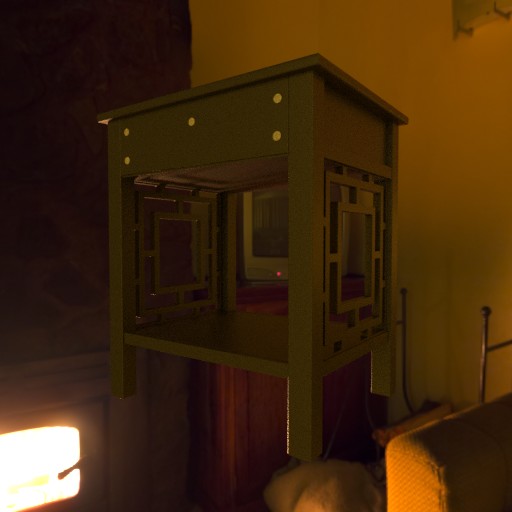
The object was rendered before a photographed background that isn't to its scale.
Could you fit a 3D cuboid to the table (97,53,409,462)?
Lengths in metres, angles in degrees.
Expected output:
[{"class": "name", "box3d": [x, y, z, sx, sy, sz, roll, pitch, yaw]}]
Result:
[{"class": "table", "box3d": [0.000, 0.000, 1.032, 0.564, 0.646, 0.451, 1, 3, 36]}]
